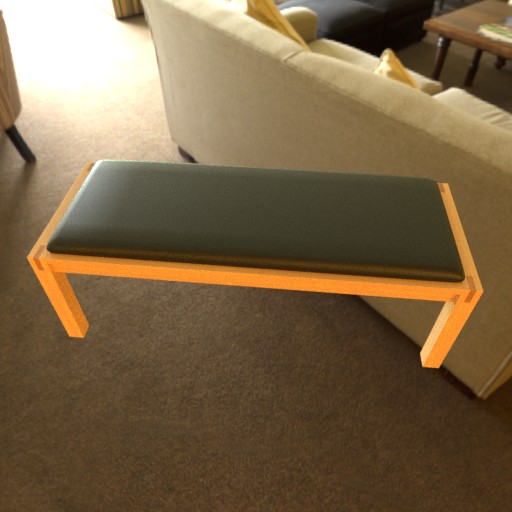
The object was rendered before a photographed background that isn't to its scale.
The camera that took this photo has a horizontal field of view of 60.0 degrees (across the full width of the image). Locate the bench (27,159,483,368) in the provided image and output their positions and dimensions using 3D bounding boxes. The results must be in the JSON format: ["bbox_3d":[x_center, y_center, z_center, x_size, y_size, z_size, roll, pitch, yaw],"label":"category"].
[{"bbox_3d":[0.000,0.000,1.433,1.202,0.430,0.450,4,46,4],"label":"bench"}]
